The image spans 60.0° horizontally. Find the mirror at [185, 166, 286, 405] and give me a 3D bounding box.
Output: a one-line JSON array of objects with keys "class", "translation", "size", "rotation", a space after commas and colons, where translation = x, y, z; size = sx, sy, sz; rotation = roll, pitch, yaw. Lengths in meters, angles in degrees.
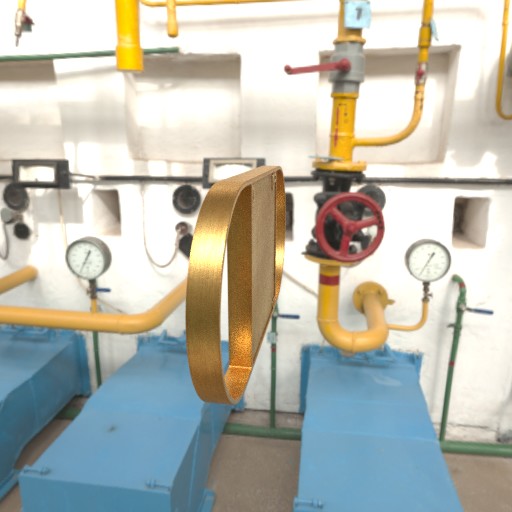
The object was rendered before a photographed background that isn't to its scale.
[{"class": "mirror", "translation": [0.000, 0.000, 0.678], "size": [0.032, 0.254, 0.584], "rotation": [2, 15, 9]}]
